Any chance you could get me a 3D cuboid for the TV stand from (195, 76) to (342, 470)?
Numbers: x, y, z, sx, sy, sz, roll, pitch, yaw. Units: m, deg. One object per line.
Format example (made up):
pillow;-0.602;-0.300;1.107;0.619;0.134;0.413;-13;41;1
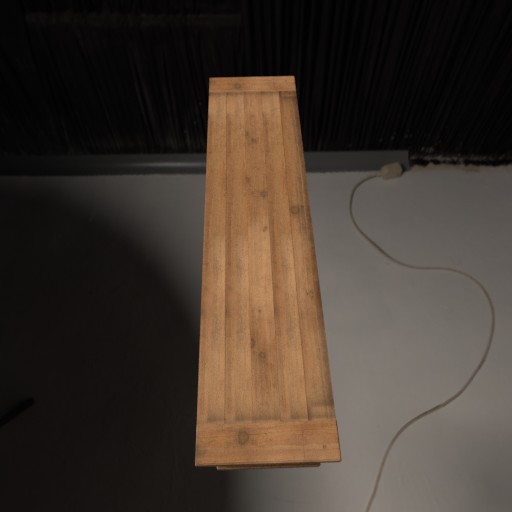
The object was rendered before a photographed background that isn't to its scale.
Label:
TV stand;0.000;0.000;2.028;0.453;0.573;1.804;-2;58;-1
